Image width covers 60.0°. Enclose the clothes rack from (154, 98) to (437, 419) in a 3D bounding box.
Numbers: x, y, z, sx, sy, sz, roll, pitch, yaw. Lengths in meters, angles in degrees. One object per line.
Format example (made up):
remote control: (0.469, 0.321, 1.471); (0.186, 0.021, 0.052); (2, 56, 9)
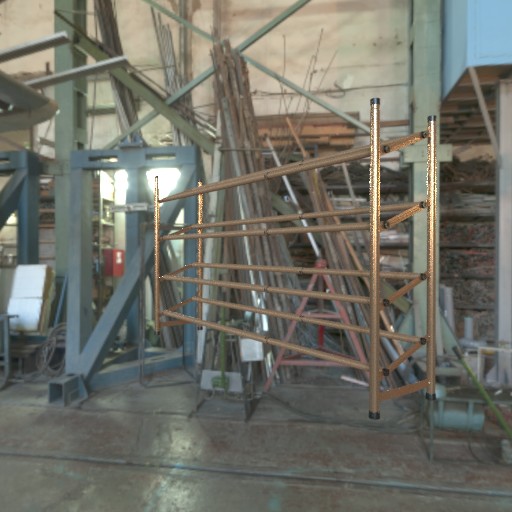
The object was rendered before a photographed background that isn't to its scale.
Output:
clothes rack: (0.000, 0.000, 1.458); (0.229, 0.672, 1.168); (0, 1, -36)
